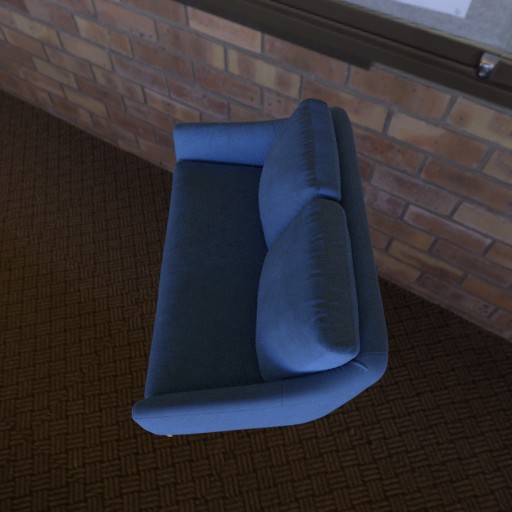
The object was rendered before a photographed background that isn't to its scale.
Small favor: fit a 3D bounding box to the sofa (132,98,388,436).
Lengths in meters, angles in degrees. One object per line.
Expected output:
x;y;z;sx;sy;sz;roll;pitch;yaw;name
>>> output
0.000;0.000;2.190;0.960;0.902;1.619;0;58;0;sofa
